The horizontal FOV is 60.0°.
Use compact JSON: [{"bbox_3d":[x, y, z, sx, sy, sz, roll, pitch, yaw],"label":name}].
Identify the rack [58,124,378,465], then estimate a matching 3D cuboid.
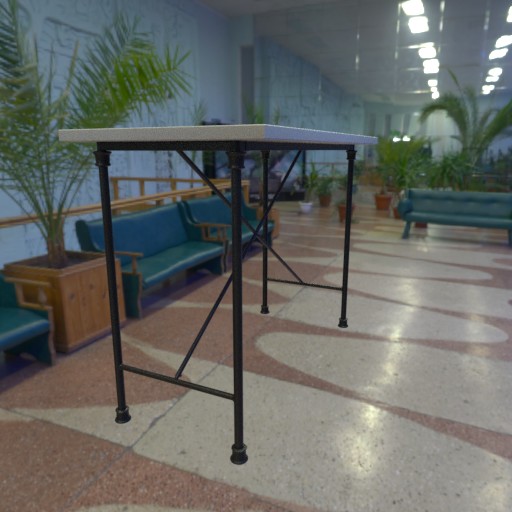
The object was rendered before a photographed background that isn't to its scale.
[{"bbox_3d":[0.000,0.000,1.663,0.613,0.880,1.159,7,15,25],"label":"rack"}]
